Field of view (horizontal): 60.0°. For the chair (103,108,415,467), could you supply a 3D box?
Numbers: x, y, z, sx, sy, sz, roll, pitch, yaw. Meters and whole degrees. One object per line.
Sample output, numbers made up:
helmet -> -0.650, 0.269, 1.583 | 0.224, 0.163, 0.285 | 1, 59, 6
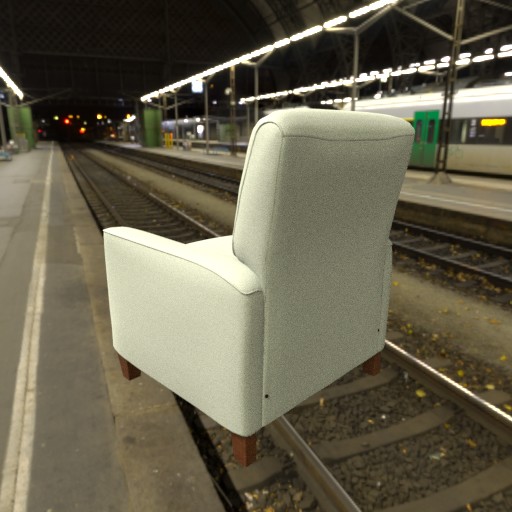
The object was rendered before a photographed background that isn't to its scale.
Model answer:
chair -> 0.000, 0.000, 1.648 | 0.853, 1.007, 0.846 | -15, 21, -43
